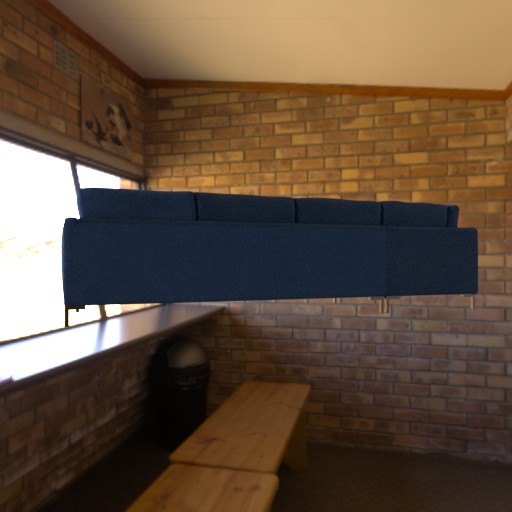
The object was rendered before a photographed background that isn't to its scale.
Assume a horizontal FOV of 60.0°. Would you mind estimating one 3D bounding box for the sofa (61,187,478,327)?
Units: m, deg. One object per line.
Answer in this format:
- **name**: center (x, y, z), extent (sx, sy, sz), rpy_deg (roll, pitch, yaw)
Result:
- **sofa**: center (0.000, 0.000, 3.850), extent (2.949, 0.815, 2.007), rpy_deg (0, 0, -18)
